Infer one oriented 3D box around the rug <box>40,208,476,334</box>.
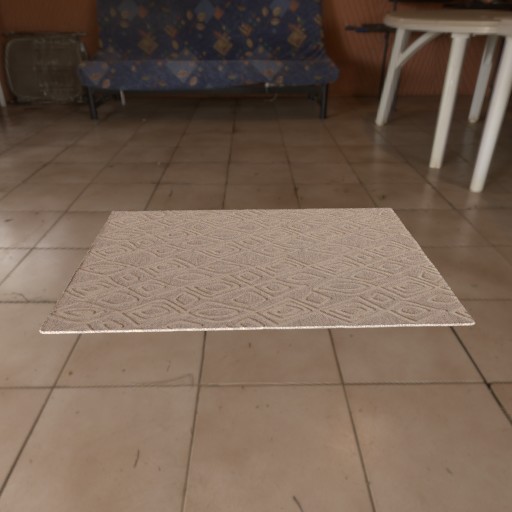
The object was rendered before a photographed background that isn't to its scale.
[{"bbox_3d":[0.000,0.000,2.377,1.832,0.016,1.224,-1,30,-2],"label":"rug"}]
